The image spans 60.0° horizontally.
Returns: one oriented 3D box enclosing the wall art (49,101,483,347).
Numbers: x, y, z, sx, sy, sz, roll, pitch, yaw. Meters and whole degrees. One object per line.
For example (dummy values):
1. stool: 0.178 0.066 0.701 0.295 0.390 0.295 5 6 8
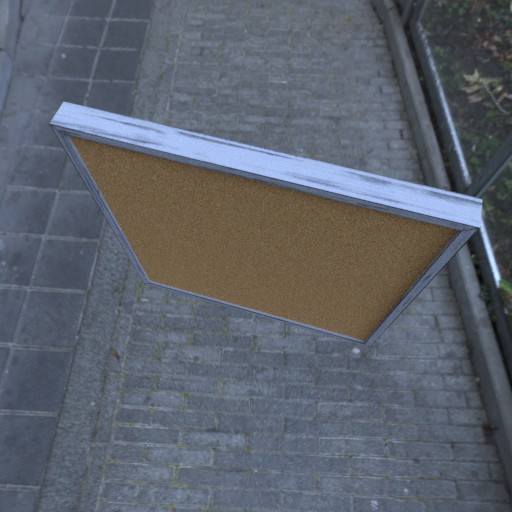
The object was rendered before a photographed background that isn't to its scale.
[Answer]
1. wall art: 0.000 0.000 0.735 0.506 0.506 0.038 15 65 7
